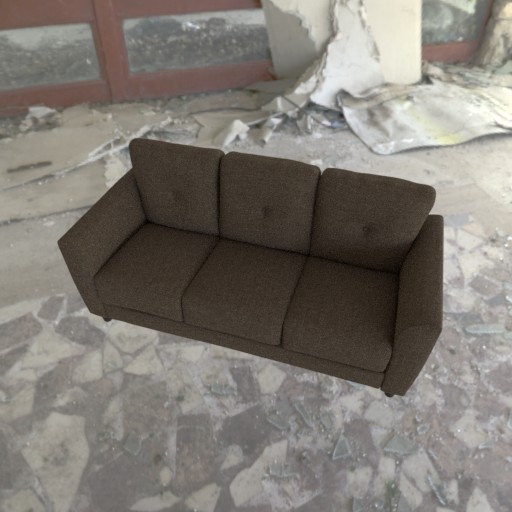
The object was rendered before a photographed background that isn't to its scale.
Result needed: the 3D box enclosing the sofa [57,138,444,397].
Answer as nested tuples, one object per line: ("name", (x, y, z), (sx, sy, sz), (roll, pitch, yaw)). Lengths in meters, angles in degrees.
("sofa", (0.000, 0.000, 2.401), (1.847, 0.891, 0.837), (12, 43, 13))
